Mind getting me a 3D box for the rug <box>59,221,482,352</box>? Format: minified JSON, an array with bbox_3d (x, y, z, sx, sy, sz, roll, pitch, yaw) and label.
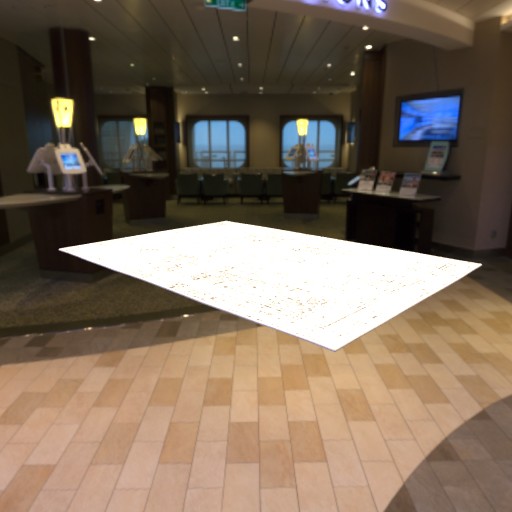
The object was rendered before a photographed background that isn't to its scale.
[{"bbox_3d":[0.000,0.000,3.080,2.438,0.026,1.706,13,19,42],"label":"rug"}]
